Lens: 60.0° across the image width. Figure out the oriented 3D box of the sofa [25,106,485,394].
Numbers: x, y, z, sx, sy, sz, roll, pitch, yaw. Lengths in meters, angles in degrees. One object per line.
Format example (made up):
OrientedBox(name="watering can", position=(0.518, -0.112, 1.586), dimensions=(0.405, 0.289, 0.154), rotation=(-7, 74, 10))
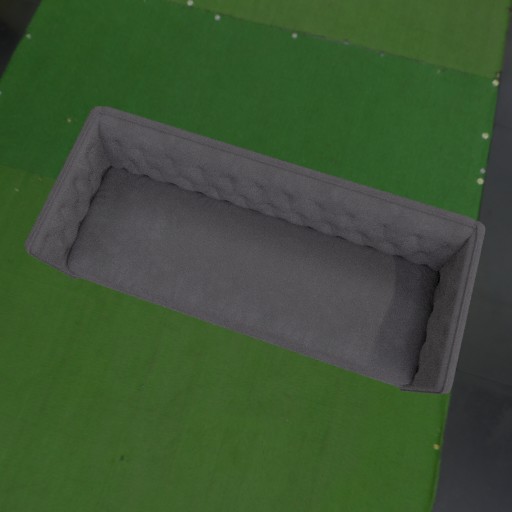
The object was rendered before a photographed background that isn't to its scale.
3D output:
OrientedBox(name="sofa", position=(0.000, 0.000, 2.569), dimensions=(2.209, 0.771, 0.895), rotation=(18, 75, 5))
